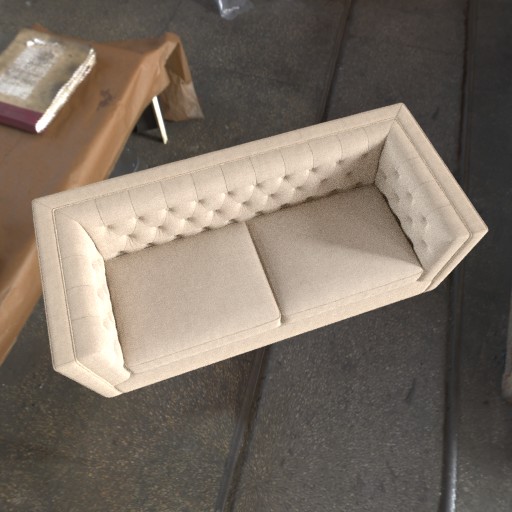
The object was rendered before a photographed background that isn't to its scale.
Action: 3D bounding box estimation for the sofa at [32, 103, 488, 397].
[{"bbox_3d":[0.000,0.000,2.194,1.778,0.762,0.775,-17,64,-8],"label":"sofa"}]
